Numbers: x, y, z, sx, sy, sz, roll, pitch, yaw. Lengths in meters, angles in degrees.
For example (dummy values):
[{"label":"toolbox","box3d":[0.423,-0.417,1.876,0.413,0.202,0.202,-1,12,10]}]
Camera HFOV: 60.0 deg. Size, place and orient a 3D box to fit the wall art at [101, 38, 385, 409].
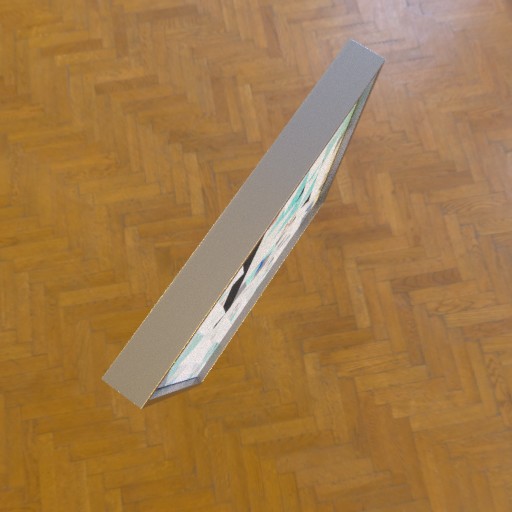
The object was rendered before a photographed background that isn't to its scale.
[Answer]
[{"label":"wall art","box3d":[0.000,0.000,0.524,0.038,0.350,0.350,33,79,8]}]
